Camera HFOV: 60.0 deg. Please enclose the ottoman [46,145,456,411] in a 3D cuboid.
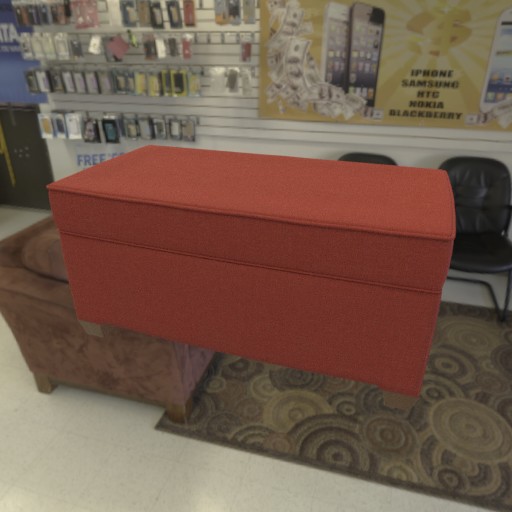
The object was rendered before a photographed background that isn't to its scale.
[{"bbox_3d":[0.000,0.000,1.229,0.948,0.454,0.497,9,28,17],"label":"ottoman"}]
